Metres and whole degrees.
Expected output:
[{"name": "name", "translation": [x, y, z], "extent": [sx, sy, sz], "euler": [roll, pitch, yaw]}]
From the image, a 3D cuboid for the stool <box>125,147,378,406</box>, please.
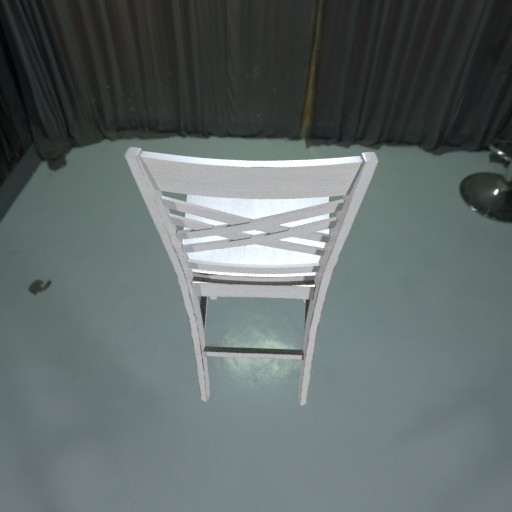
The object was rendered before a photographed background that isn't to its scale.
[{"name": "stool", "translation": [0.000, 0.000, 1.369], "extent": [0.462, 1.079, 0.539], "euler": [2, 47, 2]}]
